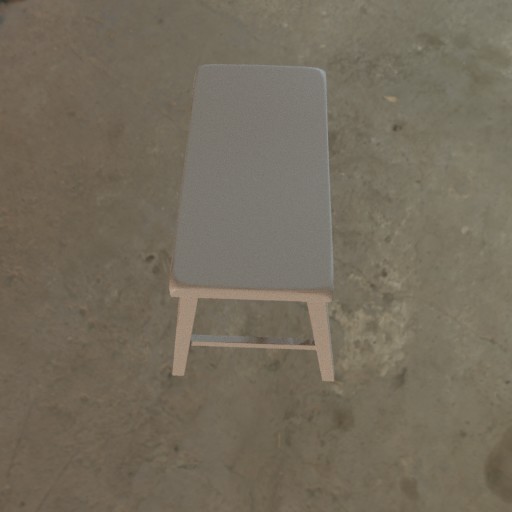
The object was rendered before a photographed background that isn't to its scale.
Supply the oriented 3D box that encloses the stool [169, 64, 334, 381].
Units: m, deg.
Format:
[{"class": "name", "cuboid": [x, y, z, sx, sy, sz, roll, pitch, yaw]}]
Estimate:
[{"class": "stool", "cuboid": [0.000, 0.000, 1.062, 0.476, 0.737, 0.457, 2, 66, 1]}]
